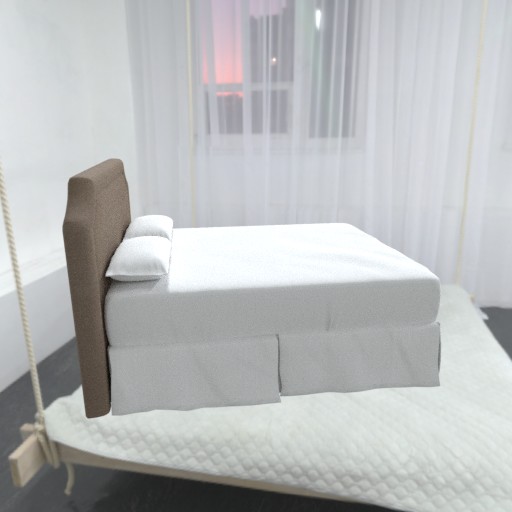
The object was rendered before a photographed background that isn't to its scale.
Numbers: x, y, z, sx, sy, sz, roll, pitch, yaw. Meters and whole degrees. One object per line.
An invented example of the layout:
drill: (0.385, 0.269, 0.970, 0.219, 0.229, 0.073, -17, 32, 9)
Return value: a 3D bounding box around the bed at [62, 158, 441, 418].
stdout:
bed: (0.000, 0.000, 3.137, 2.116, 1.290, 1.693, -3, 17, -9)
